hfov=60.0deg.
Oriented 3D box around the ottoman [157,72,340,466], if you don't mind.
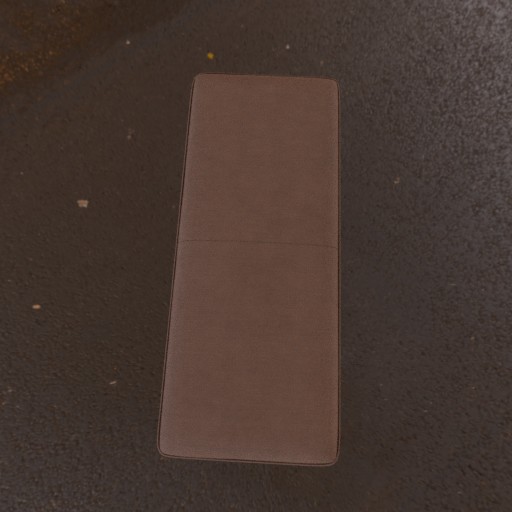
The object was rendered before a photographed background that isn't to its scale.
[{"bbox_3d":[0.000,0.000,2.105,0.751,0.470,1.764,3,75,1],"label":"ottoman"}]
